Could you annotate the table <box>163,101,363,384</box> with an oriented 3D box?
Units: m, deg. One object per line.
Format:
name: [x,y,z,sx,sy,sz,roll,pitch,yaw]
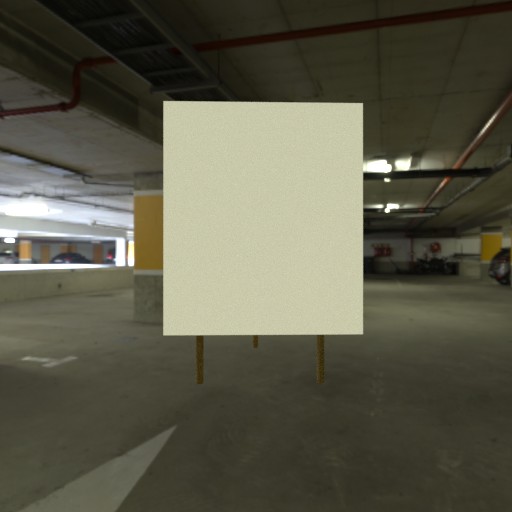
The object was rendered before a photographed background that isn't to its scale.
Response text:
table: [0.000,0.000,1.864,0.508,0.769,1.500,0,0,-2]
